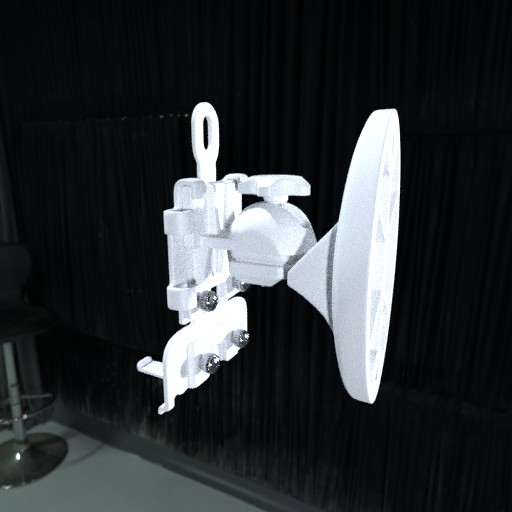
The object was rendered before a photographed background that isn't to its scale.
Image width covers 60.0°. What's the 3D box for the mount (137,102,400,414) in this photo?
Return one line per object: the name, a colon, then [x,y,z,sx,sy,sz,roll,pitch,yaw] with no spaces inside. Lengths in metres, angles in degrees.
mount: [0.000,0.000,0.177,0.100,0.118,0.066,7,15,25]
